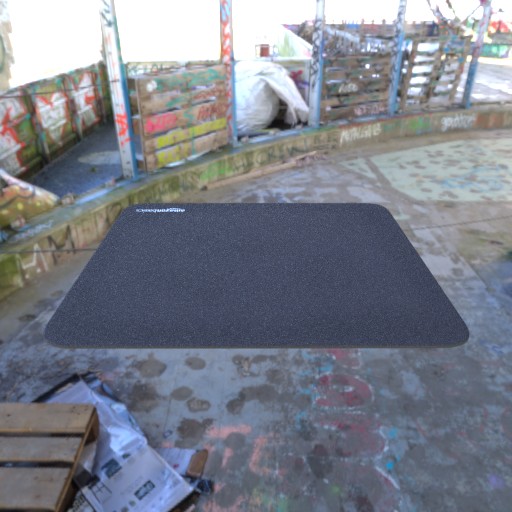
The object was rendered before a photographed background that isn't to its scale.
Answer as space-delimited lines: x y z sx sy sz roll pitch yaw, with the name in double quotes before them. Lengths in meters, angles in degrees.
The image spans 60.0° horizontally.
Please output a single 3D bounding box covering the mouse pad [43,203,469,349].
"mouse pad" 0.000 0.000 0.338 0.249 0.002 0.211 0 29 0
